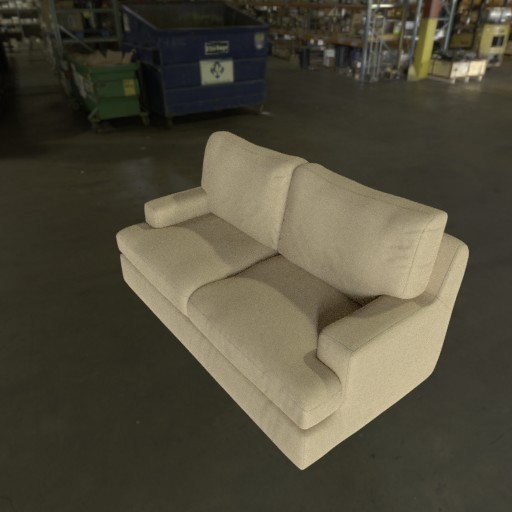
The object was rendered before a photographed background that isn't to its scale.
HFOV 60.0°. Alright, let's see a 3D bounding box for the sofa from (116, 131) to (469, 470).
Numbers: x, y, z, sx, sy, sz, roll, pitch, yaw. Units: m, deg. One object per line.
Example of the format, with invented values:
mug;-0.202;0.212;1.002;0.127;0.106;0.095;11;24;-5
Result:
sofa;0.000;0.000;2.478;0.962;0.967;1.885;-21;36;-32
